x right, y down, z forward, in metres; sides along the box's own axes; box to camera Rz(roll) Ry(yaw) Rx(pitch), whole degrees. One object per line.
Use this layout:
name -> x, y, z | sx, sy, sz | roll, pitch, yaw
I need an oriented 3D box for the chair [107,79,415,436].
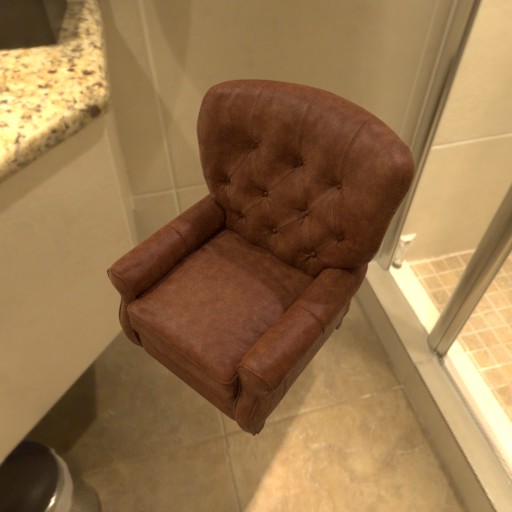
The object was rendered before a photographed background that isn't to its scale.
chair -> 0.000, 0.000, 1.935 | 0.951, 1.164, 1.059 | 30, 55, 24
